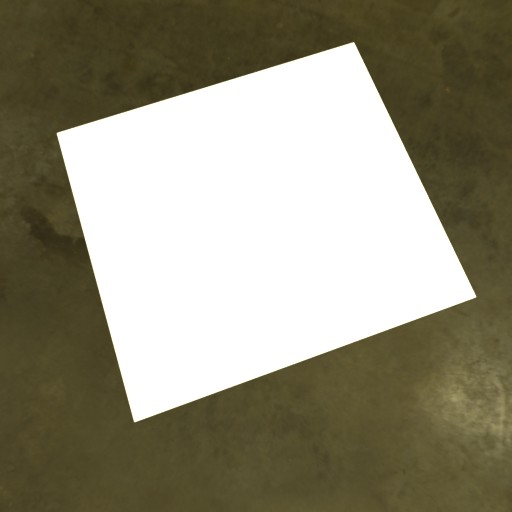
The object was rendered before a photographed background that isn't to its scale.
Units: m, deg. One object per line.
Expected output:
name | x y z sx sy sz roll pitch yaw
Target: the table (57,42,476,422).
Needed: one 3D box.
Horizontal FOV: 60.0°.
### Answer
table | 0.000 0.000 0.775 0.420 0.460 0.380 -19 76 -5
